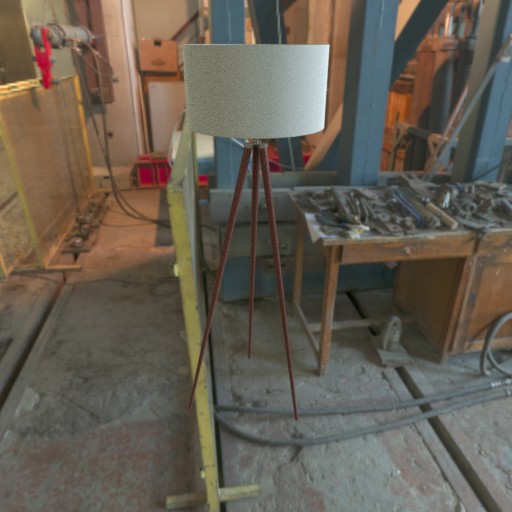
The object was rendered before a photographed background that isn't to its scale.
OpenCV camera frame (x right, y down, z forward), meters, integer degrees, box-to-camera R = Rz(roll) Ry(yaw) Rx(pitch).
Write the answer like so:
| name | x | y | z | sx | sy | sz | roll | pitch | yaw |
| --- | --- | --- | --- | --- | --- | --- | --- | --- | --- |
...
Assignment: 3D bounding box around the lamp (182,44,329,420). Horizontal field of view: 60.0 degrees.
| name | x | y | z | sx | sy | sz | roll | pitch | yaw |
| --- | --- | --- | --- | --- | --- | --- | --- | --- | --- |
| lamp | 0.000 | 0.000 | 1.804 | 0.483 | 1.553 | 0.483 | 18 | 31 | 32 |
